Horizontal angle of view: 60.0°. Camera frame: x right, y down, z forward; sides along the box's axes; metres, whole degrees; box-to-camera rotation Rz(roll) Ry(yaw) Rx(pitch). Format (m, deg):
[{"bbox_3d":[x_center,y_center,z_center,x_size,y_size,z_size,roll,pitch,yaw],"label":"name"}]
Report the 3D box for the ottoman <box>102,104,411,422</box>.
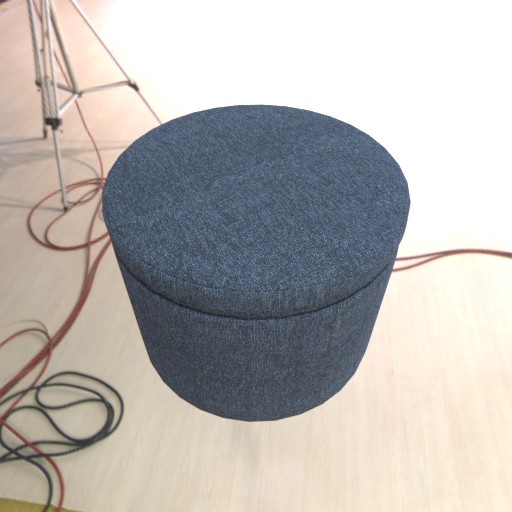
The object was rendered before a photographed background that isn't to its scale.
[{"bbox_3d":[0.000,0.000,0.864,0.500,0.419,0.500,0,46,0],"label":"ottoman"}]
